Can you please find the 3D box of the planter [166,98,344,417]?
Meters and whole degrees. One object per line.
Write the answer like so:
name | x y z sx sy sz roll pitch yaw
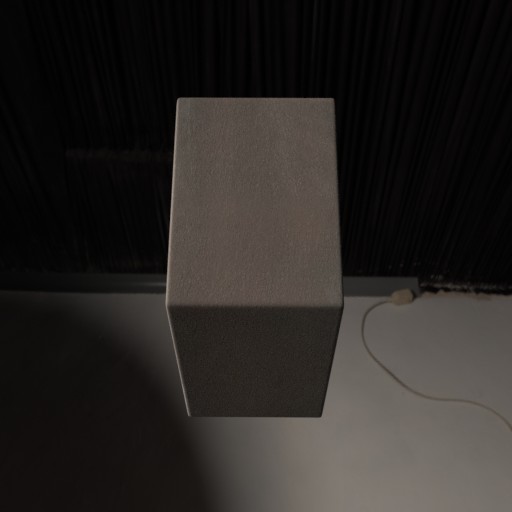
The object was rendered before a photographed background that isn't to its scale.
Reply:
planter | 0.000 0.000 0.284 0.077 0.206 0.169 0 42 0
